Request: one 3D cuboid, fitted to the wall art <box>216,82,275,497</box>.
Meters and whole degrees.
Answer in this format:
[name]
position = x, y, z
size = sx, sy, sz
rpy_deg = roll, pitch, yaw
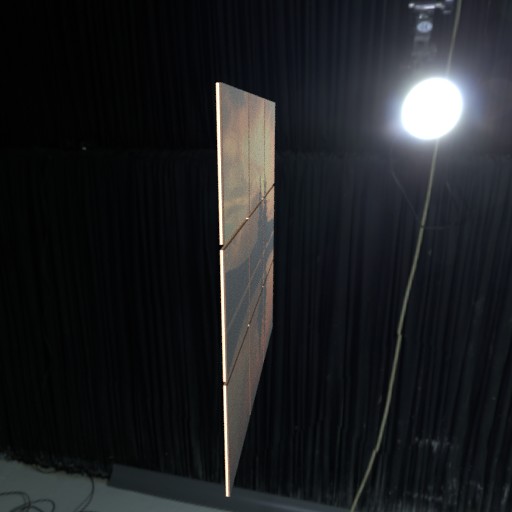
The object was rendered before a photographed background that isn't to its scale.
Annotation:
[wall art]
position = 0.000, 0.000, 1.794
size = 0.013, 1.218, 1.216
rpy_deg = 2, 17, 8
